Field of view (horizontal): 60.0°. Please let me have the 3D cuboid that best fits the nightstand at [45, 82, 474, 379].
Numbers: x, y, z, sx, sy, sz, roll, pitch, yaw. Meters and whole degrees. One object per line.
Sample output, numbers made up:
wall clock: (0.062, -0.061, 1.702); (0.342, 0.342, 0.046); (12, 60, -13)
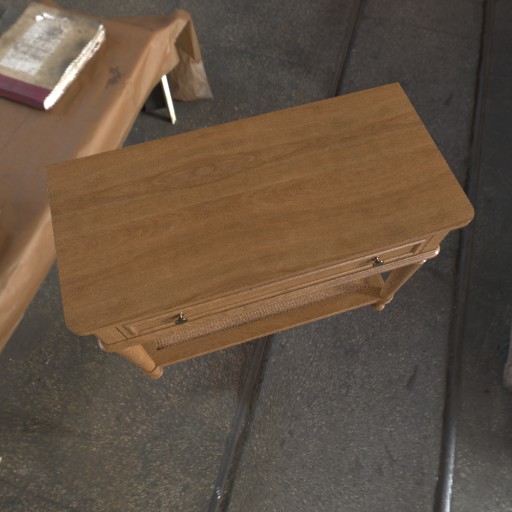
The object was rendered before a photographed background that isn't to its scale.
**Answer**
nightstand: (0.000, 0.000, 1.336); (0.914, 0.700, 0.432); (-16, 66, -7)
